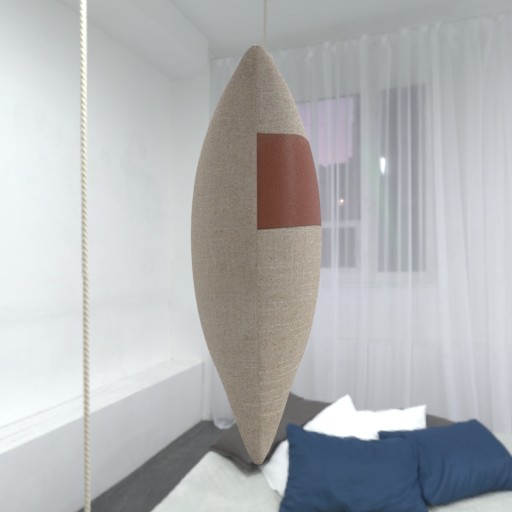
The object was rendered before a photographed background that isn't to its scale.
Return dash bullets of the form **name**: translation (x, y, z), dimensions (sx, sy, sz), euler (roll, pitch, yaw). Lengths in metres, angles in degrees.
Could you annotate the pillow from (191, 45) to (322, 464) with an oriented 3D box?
- **pillow**: translation (0.000, 0.000, 0.620), dimensions (0.173, 0.399, 0.414), euler (0, 0, 0)
